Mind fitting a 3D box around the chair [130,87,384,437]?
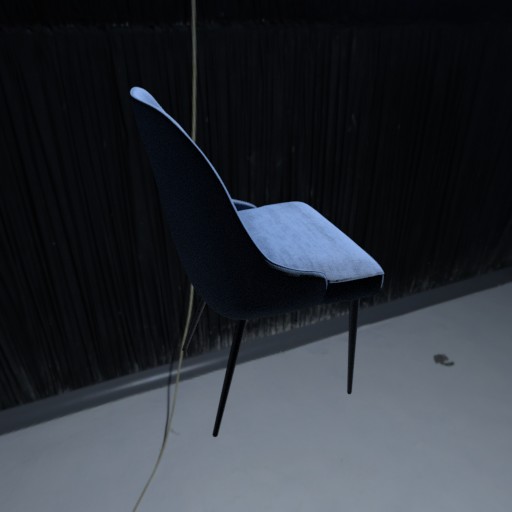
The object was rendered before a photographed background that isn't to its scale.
[{"bbox_3d":[0.000,0.000,1.235,0.559,0.896,0.478,-11,33,-18],"label":"chair"}]
